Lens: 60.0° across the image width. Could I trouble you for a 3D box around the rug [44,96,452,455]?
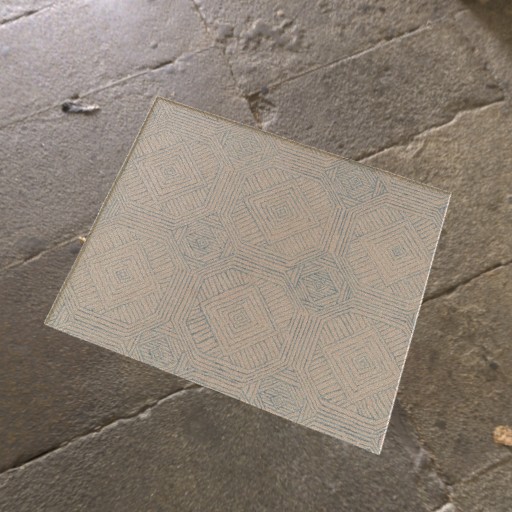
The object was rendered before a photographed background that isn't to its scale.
[{"bbox_3d":[0.000,0.000,4.037,3.049,0.015,2.457,20,76,5],"label":"rug"}]
